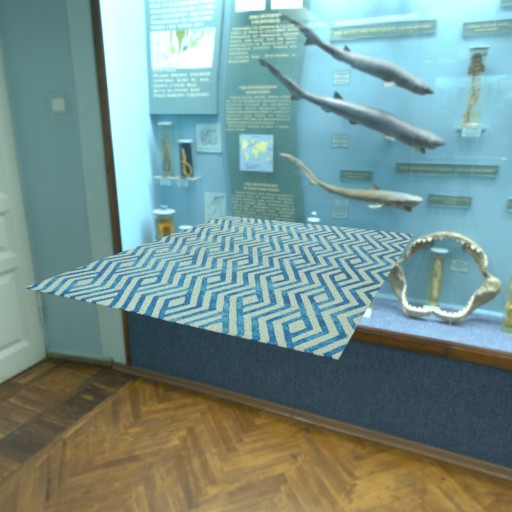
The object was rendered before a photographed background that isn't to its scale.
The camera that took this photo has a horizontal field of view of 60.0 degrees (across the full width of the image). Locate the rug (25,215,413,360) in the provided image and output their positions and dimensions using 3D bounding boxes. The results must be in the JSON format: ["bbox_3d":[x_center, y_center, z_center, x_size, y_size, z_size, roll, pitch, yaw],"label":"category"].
[{"bbox_3d":[0.000,0.000,4.182,2.453,0.008,3.059,8,18,25],"label":"rug"}]
